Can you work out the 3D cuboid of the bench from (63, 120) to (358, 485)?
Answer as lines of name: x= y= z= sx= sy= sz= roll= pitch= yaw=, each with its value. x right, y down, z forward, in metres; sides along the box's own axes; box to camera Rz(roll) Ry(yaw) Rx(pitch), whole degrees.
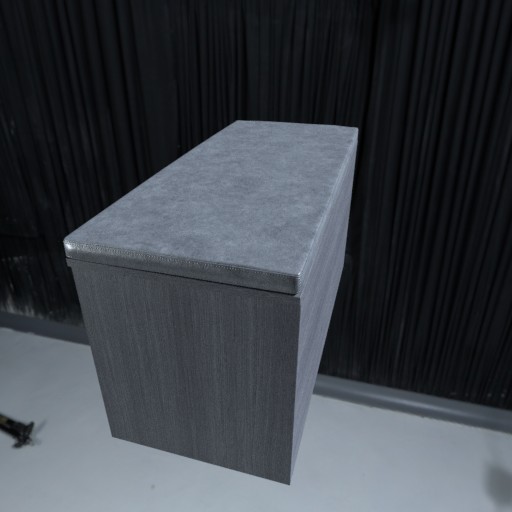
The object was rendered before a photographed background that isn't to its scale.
bench: x=0.000 y=0.000 z=1.172 sx=0.401 sy=0.501 sz=0.905 roll=8 pitch=31 yaw=14
